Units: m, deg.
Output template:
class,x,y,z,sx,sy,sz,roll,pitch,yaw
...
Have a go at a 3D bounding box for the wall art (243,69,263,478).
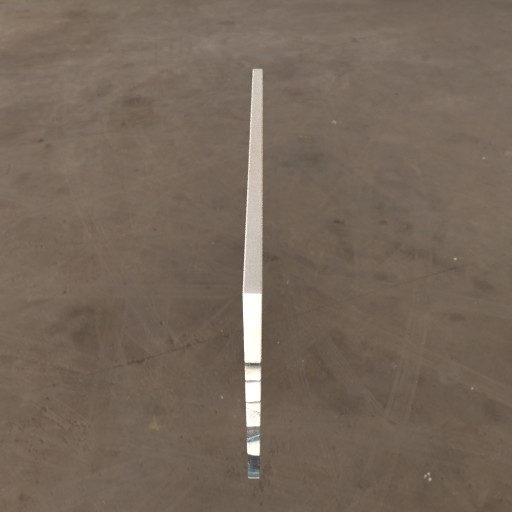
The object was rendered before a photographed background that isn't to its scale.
class,x,y,z,sx,sy,sz,roll,pitch,yaw
wall art,0.000,0.000,1.631,0.039,0.915,1.219,0,43,0
